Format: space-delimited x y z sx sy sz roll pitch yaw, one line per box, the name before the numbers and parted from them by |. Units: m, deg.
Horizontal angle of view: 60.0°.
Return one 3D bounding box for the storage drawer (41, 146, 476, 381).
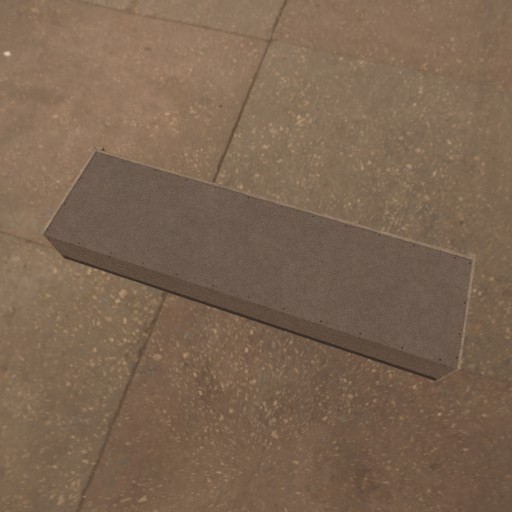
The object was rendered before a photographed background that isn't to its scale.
storage drawer | 0.000 0.000 2.311 2.072 0.274 0.591 17 65 8
